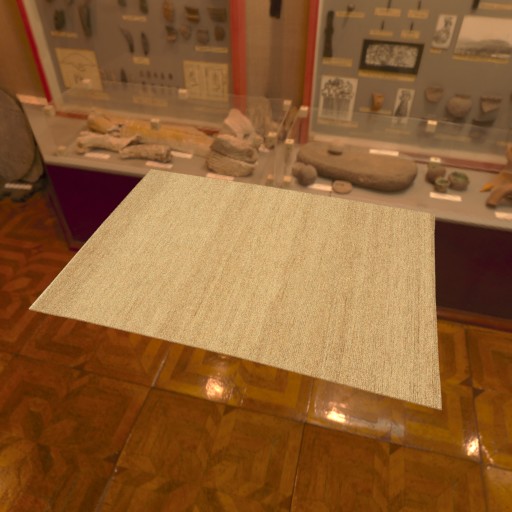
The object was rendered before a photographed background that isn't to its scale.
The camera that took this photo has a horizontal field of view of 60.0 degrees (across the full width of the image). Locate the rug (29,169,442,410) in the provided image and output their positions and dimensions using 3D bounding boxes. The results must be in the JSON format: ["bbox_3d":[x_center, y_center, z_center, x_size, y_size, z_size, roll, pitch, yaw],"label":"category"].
[{"bbox_3d":[0.000,0.000,2.892,2.283,0.030,1.596,11,43,12],"label":"rug"}]
